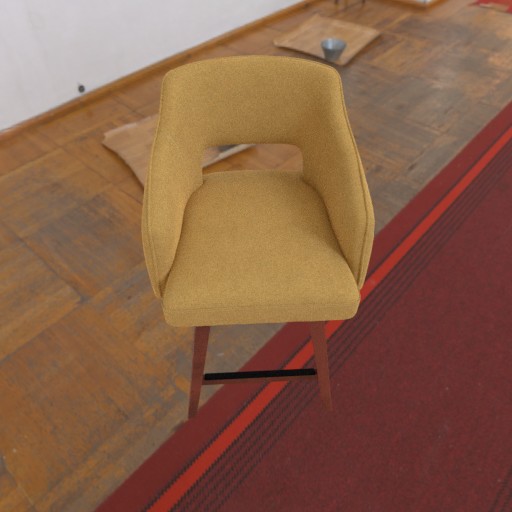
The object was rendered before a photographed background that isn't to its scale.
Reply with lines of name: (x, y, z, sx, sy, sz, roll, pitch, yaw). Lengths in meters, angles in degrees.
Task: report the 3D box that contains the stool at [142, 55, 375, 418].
stool: (0.000, 0.000, 1.277, 0.548, 0.924, 0.558, -2, 46, -2)
